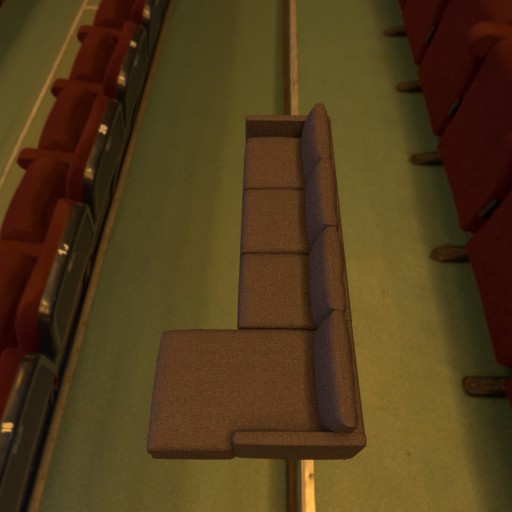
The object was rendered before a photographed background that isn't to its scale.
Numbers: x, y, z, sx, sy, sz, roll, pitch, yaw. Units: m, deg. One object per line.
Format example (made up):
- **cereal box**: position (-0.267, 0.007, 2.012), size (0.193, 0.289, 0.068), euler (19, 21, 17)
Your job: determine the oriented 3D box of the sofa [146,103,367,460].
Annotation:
- **sofa**: position (0.000, 0.000, 3.869), size (1.483, 0.892, 3.221), euler (1, 57, 1)
